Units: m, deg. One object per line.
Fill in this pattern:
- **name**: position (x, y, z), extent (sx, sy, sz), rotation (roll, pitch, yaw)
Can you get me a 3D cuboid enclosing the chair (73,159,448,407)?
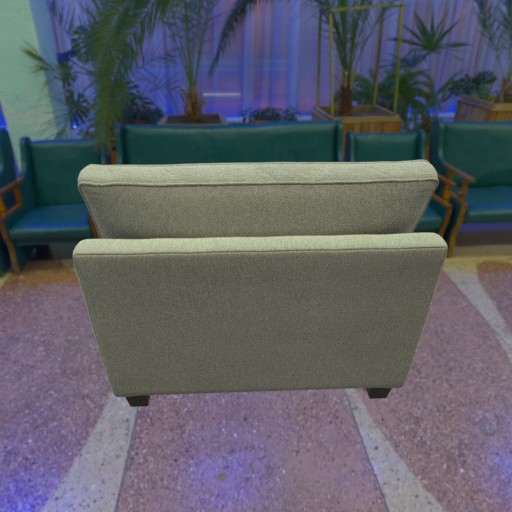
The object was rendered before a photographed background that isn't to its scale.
- **chair**: position (0.000, 0.000, 1.971), extent (1.220, 1.016, 1.041), rotation (-1, 28, -2)
